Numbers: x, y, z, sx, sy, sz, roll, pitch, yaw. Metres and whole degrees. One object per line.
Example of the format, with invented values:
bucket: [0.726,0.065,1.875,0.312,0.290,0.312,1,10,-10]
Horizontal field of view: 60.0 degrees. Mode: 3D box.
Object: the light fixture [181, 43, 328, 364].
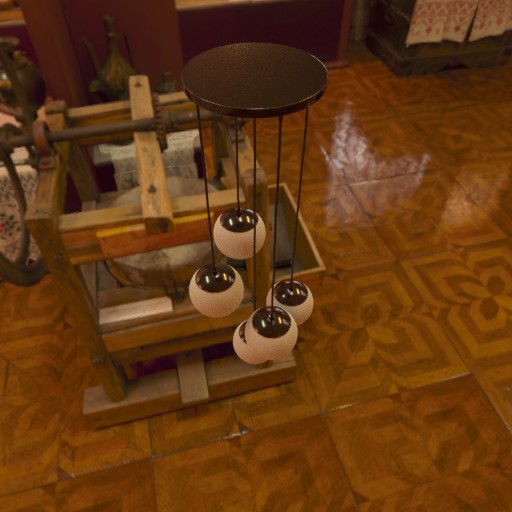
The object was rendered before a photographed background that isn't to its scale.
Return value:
light fixture: [0.000,0.000,1.511,0.484,1.271,0.489,-9,48,-9]
